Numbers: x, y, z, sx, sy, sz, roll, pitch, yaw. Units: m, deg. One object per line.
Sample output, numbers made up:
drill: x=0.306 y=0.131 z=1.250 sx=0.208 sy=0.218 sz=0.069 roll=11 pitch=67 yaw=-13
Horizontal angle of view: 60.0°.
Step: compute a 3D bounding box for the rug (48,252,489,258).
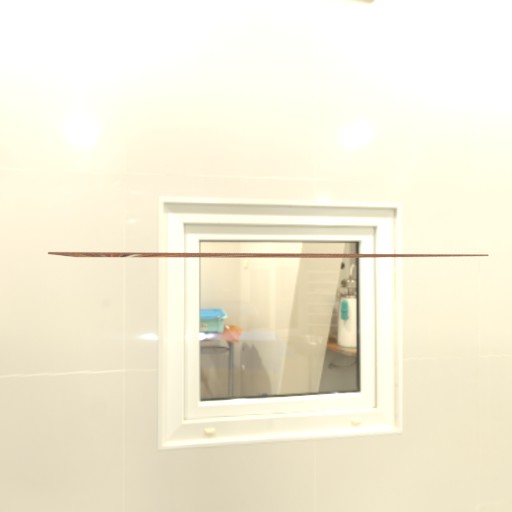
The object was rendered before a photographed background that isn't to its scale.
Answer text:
rug: x=0.000 y=0.000 z=2.306 sx=1.828 sy=0.007 sz=1.217 roll=0 pitch=-1 yaw=-18
